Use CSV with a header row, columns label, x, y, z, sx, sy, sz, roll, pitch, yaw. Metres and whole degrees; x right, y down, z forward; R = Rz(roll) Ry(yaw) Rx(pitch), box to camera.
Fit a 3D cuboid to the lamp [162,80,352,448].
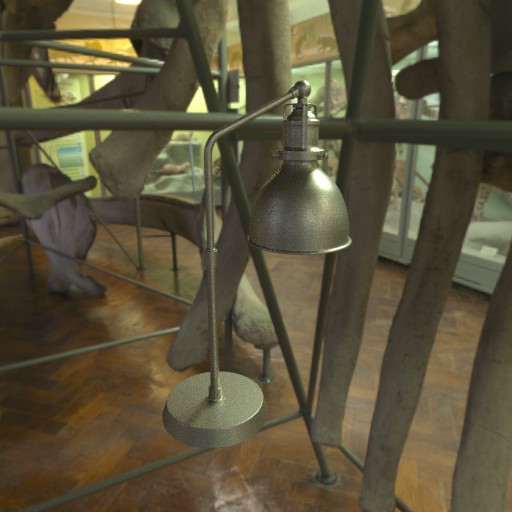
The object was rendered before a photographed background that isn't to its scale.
label,x,y,z,sx,sy,sz,roll,pitch,yaw
lamp,0.000,0.000,0.610,0.286,0.456,0.153,-9,19,-26
